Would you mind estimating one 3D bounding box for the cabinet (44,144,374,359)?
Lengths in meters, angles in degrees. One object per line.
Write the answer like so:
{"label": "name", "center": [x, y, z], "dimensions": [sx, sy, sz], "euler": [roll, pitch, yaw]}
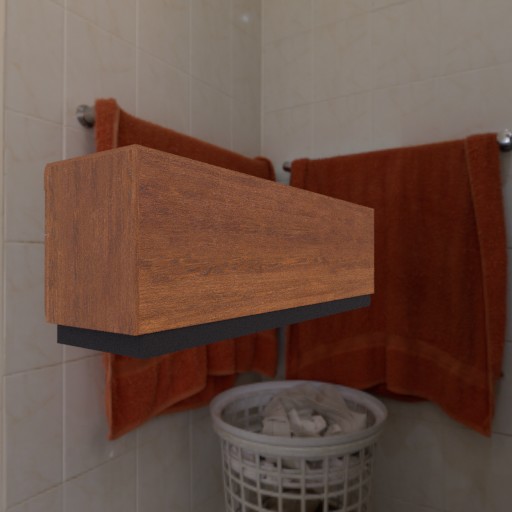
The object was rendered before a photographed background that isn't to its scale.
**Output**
{"label": "cabinet", "center": [0.000, 0.000, 1.812], "dimensions": [0.419, 0.510, 1.600], "euler": [0, -1, 35]}
